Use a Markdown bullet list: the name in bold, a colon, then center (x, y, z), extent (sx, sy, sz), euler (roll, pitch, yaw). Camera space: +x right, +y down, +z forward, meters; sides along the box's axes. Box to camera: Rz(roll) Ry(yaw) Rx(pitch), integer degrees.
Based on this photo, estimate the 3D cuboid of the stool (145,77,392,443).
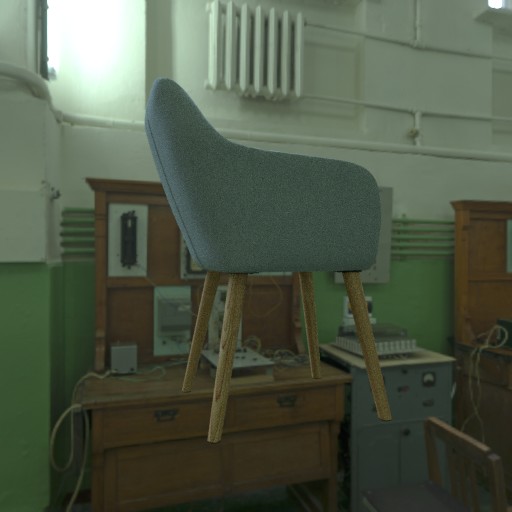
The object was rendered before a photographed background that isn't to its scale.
- **stool**: center (0.000, 0.000, 1.233), extent (0.590, 0.830, 0.503), euler (0, 0, -18)
